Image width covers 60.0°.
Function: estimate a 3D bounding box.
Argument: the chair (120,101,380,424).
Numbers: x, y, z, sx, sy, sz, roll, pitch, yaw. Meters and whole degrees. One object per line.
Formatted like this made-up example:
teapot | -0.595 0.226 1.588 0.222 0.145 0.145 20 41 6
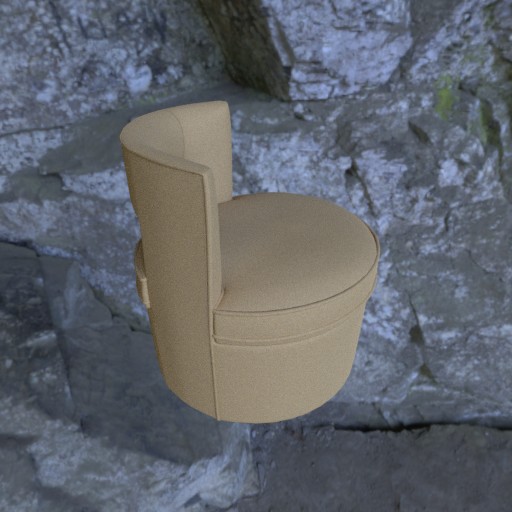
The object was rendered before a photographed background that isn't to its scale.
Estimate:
chair | 0.000 0.000 1.234 0.665 0.723 0.650 0 31 0
